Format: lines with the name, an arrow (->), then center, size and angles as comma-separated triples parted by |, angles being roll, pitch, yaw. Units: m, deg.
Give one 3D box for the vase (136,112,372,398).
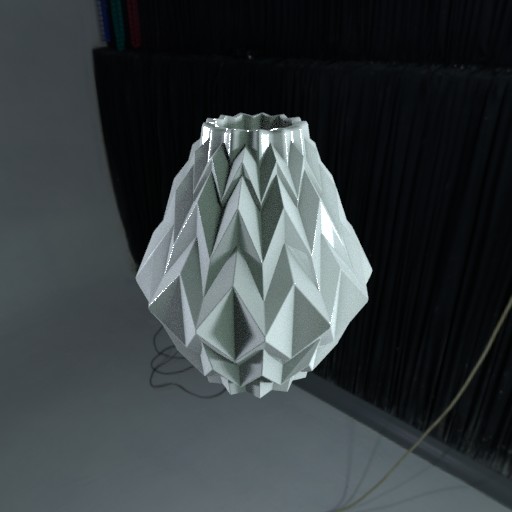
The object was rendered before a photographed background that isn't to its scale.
vase -> 0.000, 0.000, 0.312 | 0.164, 0.185, 0.164 | 0, 27, 0
